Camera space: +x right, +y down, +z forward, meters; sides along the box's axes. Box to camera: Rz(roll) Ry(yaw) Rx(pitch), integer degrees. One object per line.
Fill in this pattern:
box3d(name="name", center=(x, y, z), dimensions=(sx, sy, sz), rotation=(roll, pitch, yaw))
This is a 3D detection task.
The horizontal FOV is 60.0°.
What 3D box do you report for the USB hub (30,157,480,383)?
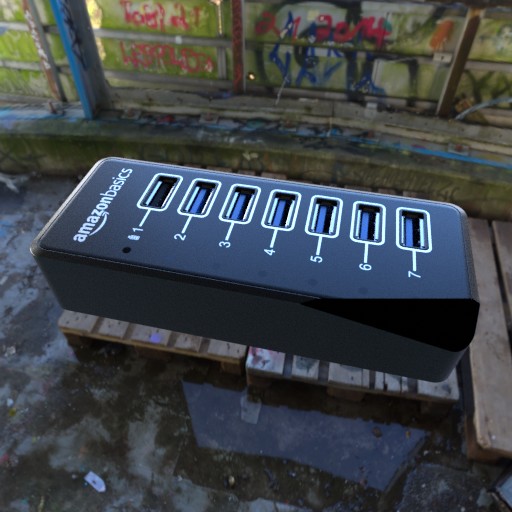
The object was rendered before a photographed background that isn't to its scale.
box3d(name="USB hub", center=(0.000, 0.000, 0.125), dimensions=(0.110, 0.023, 0.044), rotation=(9, 48, 9))
